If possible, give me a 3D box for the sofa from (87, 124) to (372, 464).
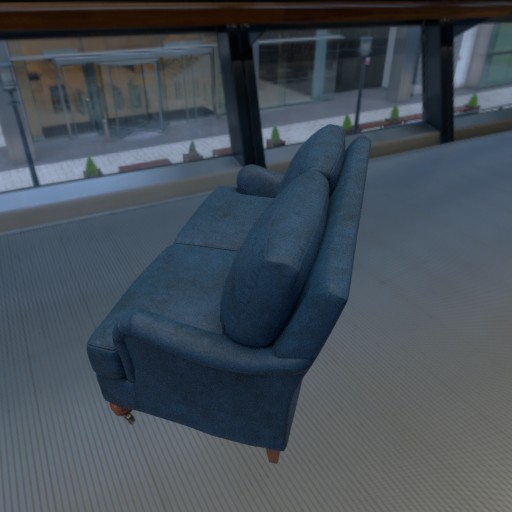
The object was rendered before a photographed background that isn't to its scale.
[{"bbox_3d":[0.000,0.000,2.498,1.084,1.101,1.853,8,33,13],"label":"sofa"}]
